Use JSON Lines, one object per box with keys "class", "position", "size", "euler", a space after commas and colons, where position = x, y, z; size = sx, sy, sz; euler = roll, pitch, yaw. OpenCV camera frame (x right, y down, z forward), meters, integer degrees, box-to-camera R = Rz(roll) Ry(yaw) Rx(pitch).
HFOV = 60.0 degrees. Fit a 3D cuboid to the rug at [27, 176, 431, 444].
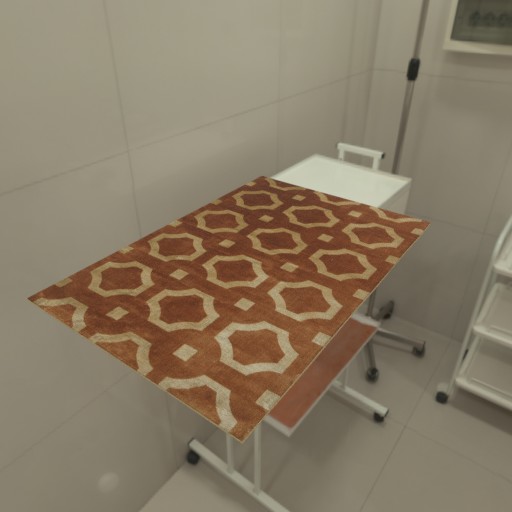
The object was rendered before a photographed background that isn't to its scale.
{"class": "rug", "position": [0.000, 0.000, 2.904], "size": [1.555, 0.016, 2.286], "euler": [21, 38, 30]}
